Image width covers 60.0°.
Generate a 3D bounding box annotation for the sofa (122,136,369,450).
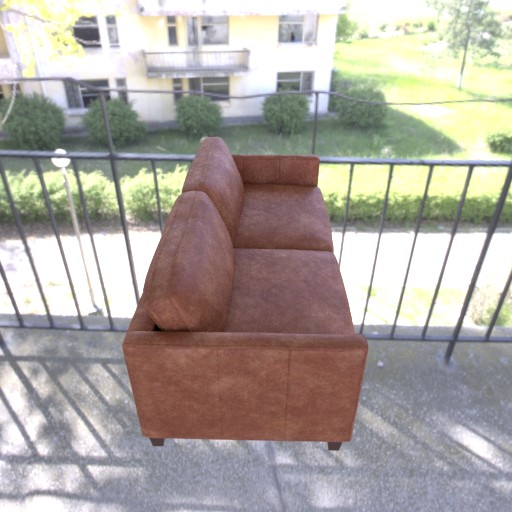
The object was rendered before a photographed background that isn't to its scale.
[{"bbox_3d":[0.000,0.000,2.518,0.923,0.863,1.971,1,33,1],"label":"sofa"}]
